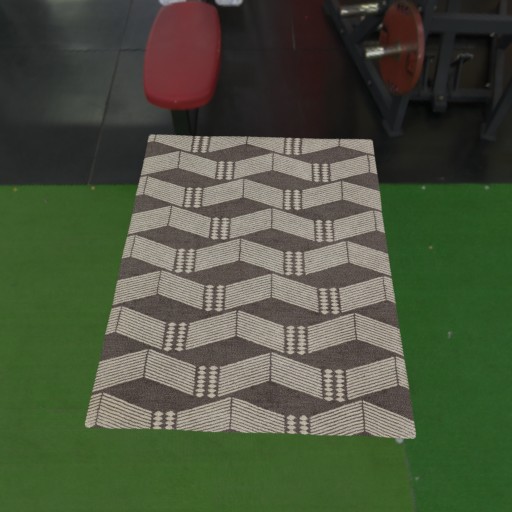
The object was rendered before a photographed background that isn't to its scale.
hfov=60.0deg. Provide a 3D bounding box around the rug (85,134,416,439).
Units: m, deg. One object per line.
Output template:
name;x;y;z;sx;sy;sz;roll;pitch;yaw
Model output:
rug;0.000;0.000;4.044;2.438;0.016;3.048;2;58;1
